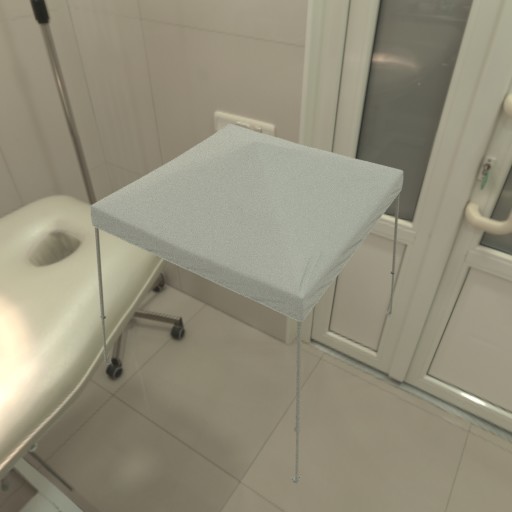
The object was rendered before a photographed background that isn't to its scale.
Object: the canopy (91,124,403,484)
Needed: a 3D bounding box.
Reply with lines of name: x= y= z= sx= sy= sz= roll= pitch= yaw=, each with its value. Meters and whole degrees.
canopy: x=0.000 y=0.000 z=5.168 sx=2.848 sy=2.849 sz=2.849 roll=22 pitch=45 yaw=25
